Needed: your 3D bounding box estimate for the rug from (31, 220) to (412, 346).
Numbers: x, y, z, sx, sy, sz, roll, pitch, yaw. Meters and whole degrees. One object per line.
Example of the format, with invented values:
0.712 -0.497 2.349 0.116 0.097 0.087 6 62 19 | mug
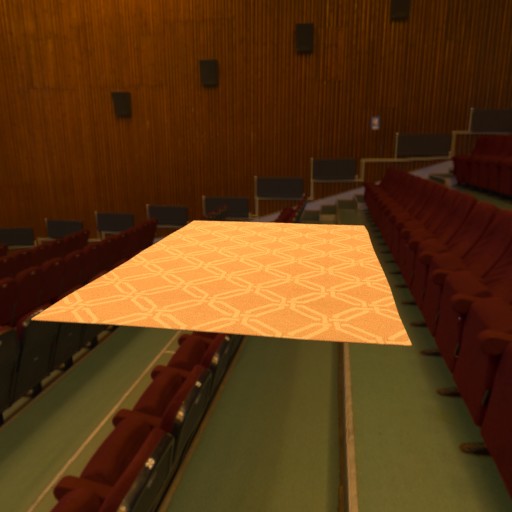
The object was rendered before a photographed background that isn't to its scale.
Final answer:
0.000 0.000 2.111 1.146 0.010 1.745 2 15 9 | rug
